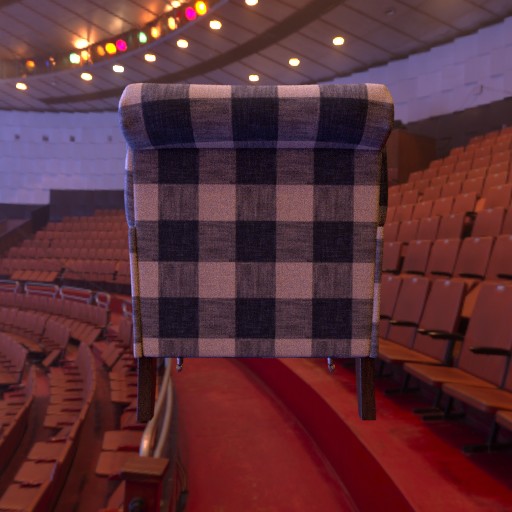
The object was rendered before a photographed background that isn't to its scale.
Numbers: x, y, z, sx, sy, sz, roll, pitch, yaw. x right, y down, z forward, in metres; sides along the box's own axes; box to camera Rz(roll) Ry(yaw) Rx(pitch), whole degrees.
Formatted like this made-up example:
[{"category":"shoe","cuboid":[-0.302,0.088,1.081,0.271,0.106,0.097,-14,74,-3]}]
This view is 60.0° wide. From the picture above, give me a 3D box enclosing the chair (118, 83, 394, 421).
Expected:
[{"category":"chair","cuboid":[0.000,0.000,1.583,0.781,0.953,0.848,0,-2,0]}]
